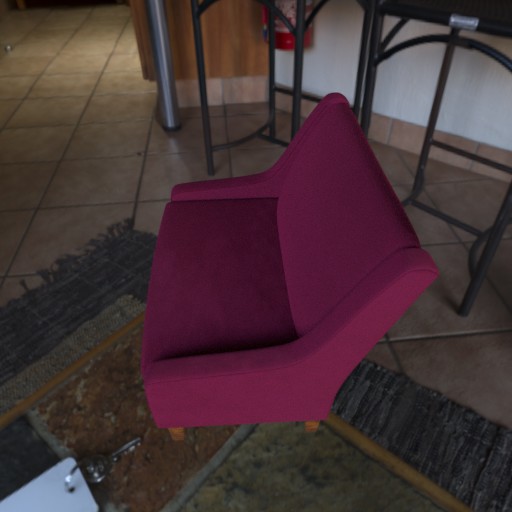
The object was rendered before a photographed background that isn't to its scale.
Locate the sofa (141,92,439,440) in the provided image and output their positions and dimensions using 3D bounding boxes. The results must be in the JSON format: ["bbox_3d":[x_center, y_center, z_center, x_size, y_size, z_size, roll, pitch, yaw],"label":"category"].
[{"bbox_3d":[0.000,0.000,1.958,0.946,0.976,1.242,-2,42,-3],"label":"sofa"}]
